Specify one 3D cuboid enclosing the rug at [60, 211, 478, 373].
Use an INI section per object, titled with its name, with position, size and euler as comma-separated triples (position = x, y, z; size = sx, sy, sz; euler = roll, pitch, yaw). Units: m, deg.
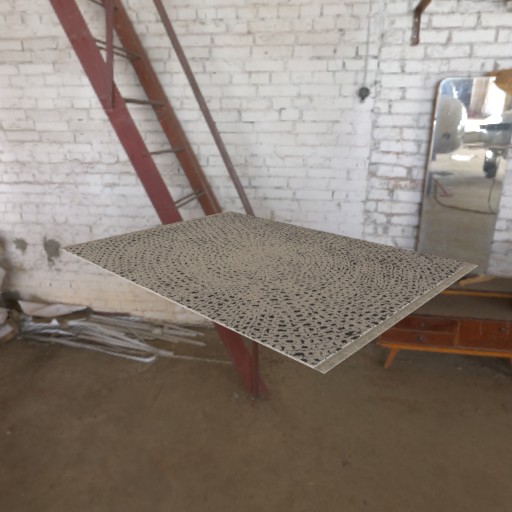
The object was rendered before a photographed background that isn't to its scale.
[rug]
position = 0.000, 0.000, 2.124
size = 1.634, 0.003, 1.190
euler = 17, 25, 41
